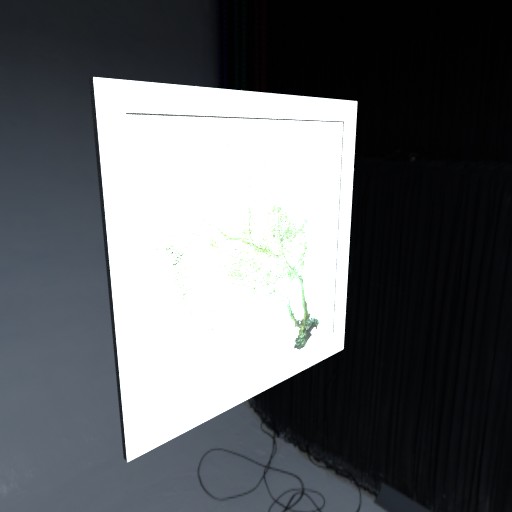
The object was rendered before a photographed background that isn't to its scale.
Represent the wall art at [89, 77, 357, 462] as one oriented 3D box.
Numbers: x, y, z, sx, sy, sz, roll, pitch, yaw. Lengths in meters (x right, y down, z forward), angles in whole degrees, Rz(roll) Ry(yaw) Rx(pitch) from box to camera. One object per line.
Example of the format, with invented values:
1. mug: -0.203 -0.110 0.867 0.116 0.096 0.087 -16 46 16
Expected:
1. wall art: 0.000 0.000 0.844 0.584 0.584 0.013 -14 20 -41
